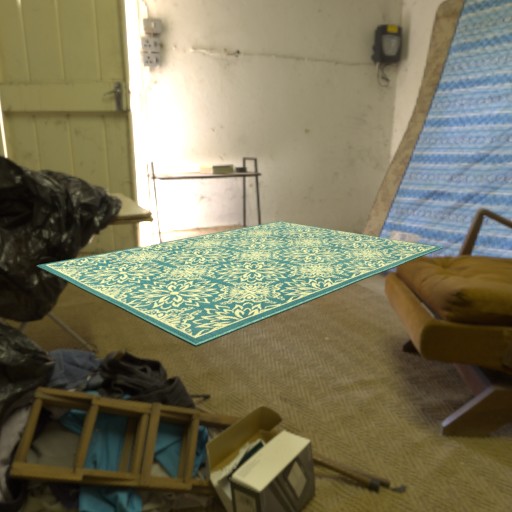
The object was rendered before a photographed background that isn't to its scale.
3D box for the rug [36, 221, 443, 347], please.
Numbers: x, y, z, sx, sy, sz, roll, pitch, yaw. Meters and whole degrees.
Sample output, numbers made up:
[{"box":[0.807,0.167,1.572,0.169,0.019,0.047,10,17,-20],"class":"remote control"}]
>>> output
[{"box":[0.000,0.000,2.907,1.554,0.012,2.205,14,20,43],"class":"rug"}]
